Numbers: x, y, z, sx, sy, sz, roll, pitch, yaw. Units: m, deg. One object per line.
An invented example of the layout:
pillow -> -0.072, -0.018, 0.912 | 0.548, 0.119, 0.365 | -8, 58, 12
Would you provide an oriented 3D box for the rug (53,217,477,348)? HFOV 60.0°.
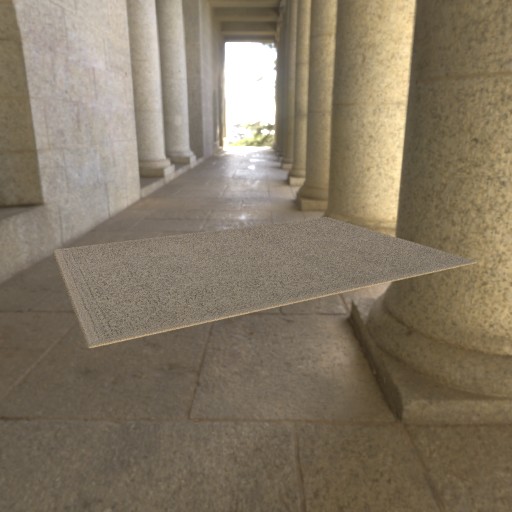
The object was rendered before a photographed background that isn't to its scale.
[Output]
rug -> 0.000, 0.000, 2.854 | 2.286, 0.011, 1.524 | -9, 19, -27
